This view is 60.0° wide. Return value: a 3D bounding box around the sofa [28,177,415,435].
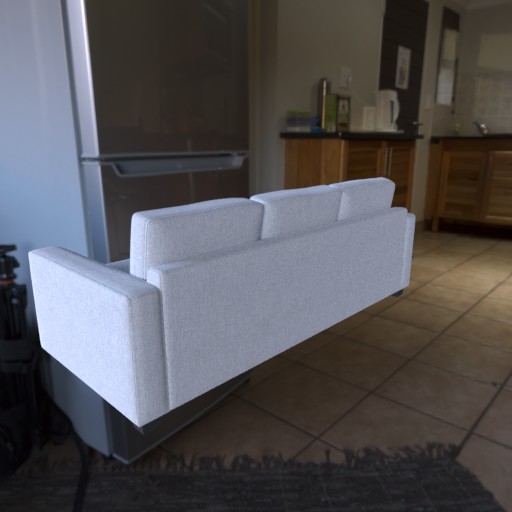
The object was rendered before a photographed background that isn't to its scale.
[{"bbox_3d":[0.000,0.000,2.504,0.900,0.800,2.120,15,21,42],"label":"sofa"}]
